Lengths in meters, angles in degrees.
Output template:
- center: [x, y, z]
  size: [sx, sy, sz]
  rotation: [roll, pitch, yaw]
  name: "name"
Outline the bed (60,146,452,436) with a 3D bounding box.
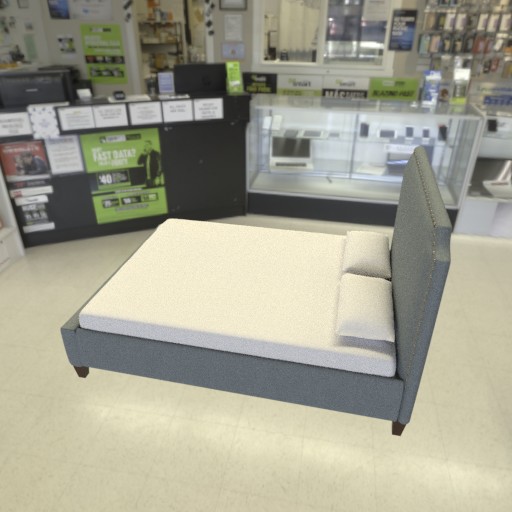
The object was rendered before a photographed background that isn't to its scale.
- center: [0.000, 0.000, 3.363]
  size: [2.372, 1.443, 1.712]
  rotation: [7, 31, 11]
  name: "bed"
